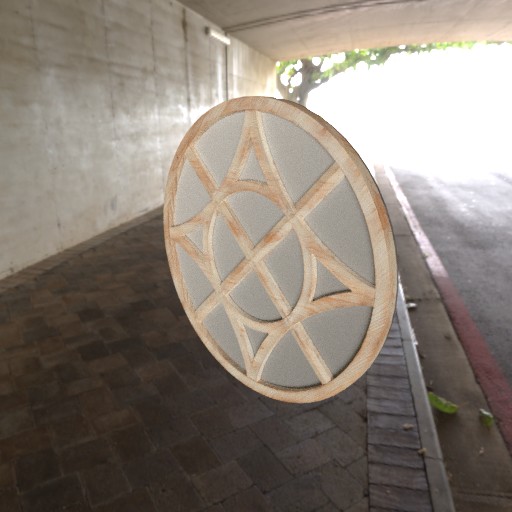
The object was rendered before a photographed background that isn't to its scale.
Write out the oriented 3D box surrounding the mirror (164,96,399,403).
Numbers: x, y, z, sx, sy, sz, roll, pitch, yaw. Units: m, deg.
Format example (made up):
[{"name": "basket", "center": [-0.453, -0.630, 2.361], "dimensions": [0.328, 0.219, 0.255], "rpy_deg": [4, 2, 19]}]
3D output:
[{"name": "mirror", "center": [0.000, 0.000, 1.048], "dimensions": [0.710, 0.710, 0.038], "rpy_deg": [17, 25, 42]}]
